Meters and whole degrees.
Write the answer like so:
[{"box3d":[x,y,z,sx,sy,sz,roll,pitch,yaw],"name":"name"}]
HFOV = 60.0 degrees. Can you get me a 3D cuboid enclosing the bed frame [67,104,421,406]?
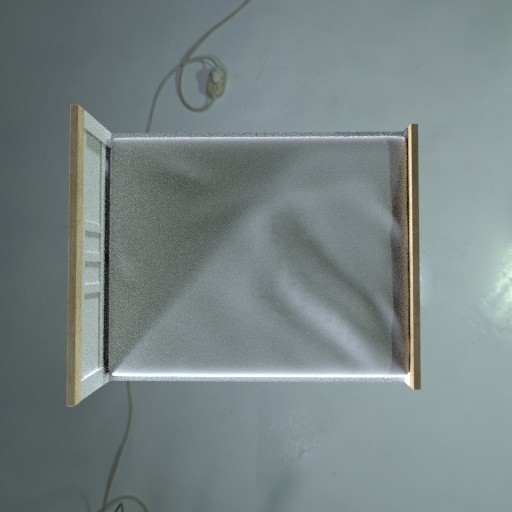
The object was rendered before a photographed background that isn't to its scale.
[{"box3d":[0.000,0.000,2.915,2.050,0.980,1.670,0,88,1],"name":"bed frame"}]
